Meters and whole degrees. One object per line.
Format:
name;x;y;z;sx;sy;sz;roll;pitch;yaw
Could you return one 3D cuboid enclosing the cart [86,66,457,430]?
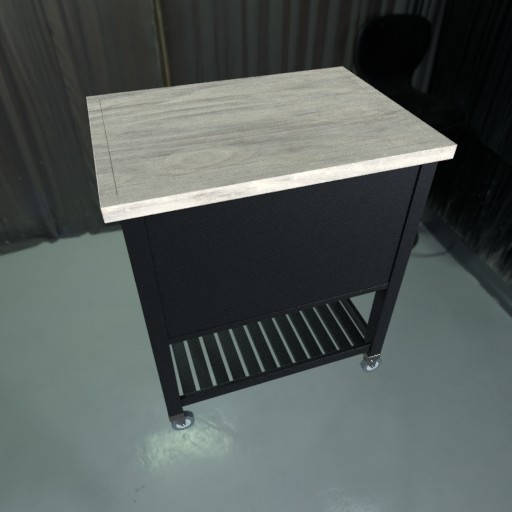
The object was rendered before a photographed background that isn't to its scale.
cart;0.000;0.000;1.418;0.797;0.920;0.567;-12;42;-14
